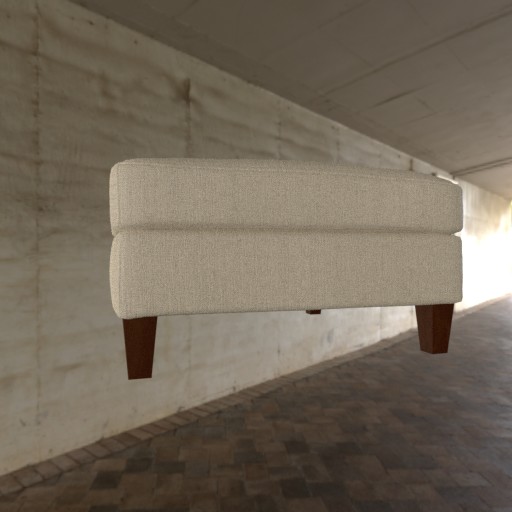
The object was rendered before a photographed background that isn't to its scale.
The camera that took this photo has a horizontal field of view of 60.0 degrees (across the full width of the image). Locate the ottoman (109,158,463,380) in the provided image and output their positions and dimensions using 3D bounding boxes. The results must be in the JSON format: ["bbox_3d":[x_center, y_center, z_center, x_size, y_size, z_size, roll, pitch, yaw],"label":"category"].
[{"bbox_3d":[0.000,0.000,1.346,0.838,0.478,0.838,0,1,-18],"label":"ottoman"}]
